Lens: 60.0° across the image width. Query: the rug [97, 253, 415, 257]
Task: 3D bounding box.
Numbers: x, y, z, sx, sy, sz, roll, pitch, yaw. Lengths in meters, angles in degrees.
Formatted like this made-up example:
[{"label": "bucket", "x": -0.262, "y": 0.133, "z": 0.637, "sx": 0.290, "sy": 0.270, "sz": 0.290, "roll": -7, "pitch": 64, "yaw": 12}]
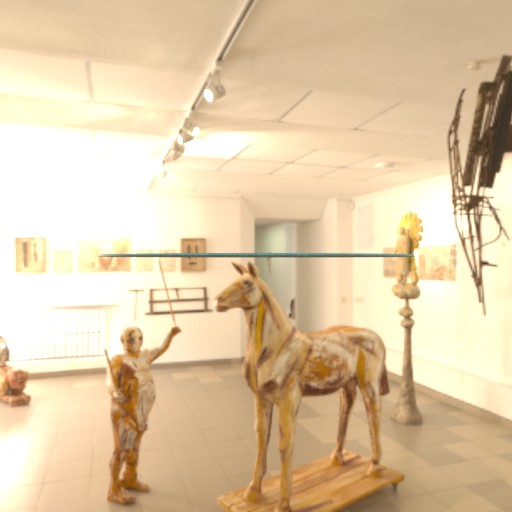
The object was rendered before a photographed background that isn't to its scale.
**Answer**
[{"label": "rug", "x": 0.000, "y": 0.000, "z": 2.361, "sx": 1.593, "sy": 0.012, "sz": 1.593, "roll": 0, "pitch": 0, "yaw": 0}]
